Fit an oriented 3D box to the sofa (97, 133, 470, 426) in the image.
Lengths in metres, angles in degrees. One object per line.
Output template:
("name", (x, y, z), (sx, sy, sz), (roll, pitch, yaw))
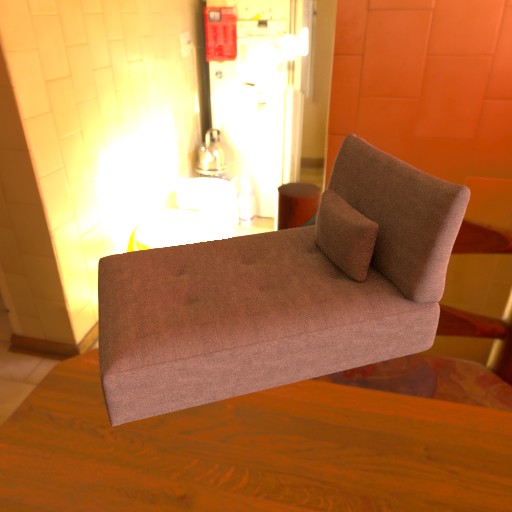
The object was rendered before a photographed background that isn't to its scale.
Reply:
("sofa", (0.000, 0.000, 2.032), (1.450, 0.820, 0.930), (-9, 30, -16))
